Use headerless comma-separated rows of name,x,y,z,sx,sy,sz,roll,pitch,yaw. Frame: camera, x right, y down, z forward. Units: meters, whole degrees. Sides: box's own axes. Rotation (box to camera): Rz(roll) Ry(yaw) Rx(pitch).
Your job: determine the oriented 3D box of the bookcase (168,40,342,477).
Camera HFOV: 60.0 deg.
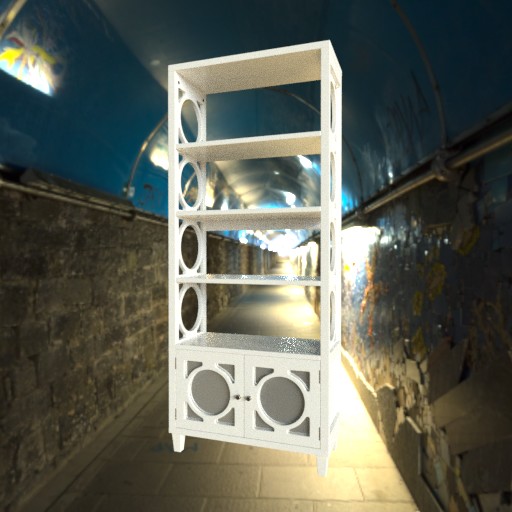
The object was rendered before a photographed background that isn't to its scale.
bookcase,0.000,0.000,2.116,0.761,1.869,0.361,0,1,19
